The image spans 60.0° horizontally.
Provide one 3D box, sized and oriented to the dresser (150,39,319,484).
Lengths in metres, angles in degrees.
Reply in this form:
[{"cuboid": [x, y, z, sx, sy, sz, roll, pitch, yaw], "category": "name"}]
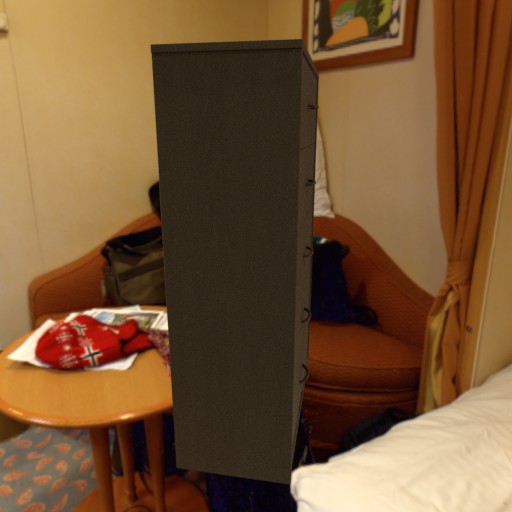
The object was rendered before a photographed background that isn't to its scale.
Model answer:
[{"cuboid": [0.000, 0.000, 1.553, 0.399, 1.255, 0.704, 3, 16, 10], "category": "dresser"}]
